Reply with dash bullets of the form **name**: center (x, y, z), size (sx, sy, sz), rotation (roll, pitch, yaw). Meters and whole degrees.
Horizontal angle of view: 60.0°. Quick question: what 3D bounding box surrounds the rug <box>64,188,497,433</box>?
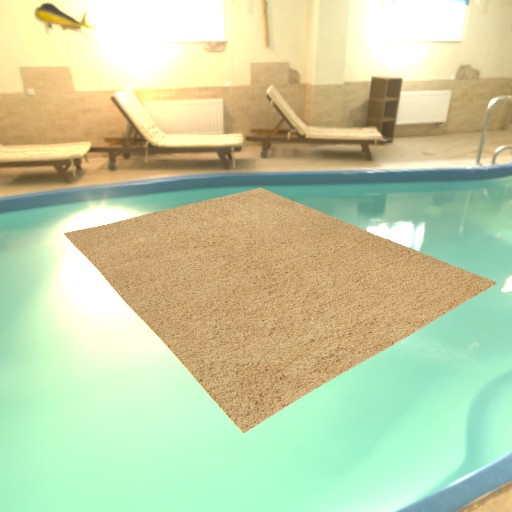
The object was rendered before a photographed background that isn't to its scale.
- **rug**: center (0.000, 0.000, 3.851), size (2.400, 0.025, 3.000), rotation (-18, 32, -33)
